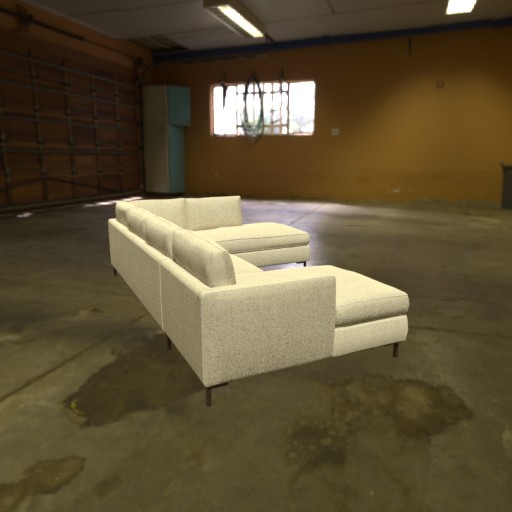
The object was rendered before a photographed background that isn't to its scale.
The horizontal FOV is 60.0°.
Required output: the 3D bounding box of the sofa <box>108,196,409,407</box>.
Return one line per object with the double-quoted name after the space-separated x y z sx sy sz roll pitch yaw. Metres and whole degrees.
0.000 0.000 3.567 1.879 0.756 2.737 -6 14 -26 "sofa"
